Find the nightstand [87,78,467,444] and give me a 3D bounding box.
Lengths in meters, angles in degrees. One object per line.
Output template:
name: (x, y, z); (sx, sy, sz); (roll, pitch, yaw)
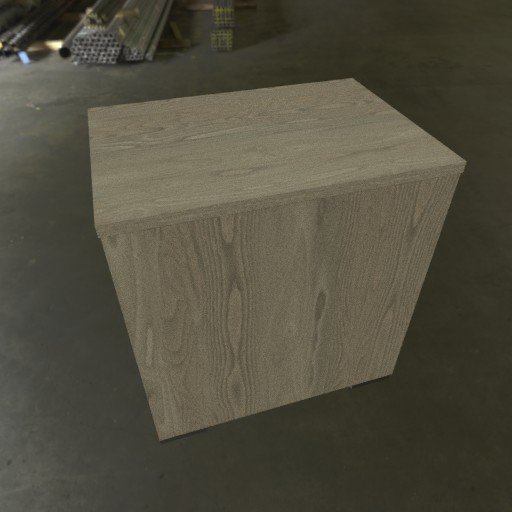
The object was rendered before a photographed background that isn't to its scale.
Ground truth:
nightstand: (0.000, 0.000, 0.764); (0.442, 0.461, 0.325); (-12, 42, -13)
